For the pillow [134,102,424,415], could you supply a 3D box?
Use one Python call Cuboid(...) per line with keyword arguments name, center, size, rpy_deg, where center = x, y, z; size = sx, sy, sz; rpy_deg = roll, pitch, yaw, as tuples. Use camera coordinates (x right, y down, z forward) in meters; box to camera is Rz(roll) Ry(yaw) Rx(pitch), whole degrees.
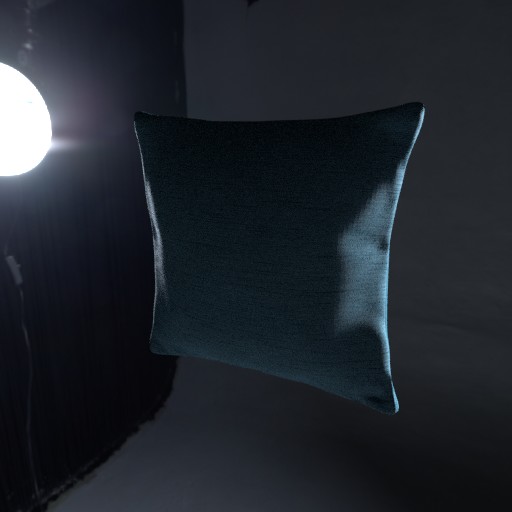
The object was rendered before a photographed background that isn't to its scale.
Cuboid(name="pillow", center=(0.000, 0.000, 0.650), size=(0.433, 0.415, 0.151), rpy_deg=(7, 17, 26))
